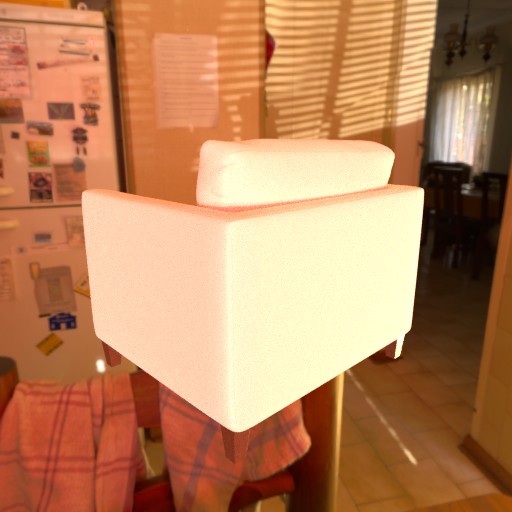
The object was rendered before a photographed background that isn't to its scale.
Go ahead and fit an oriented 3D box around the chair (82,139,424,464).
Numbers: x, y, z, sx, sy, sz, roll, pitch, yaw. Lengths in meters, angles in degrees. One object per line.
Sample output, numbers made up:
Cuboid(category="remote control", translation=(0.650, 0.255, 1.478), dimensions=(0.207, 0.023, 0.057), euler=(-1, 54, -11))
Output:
Cuboid(category="chair", translation=(0.000, 0.000, 1.723), dimensions=(1.019, 0.885, 0.878), euler=(-14, 21, -42))
